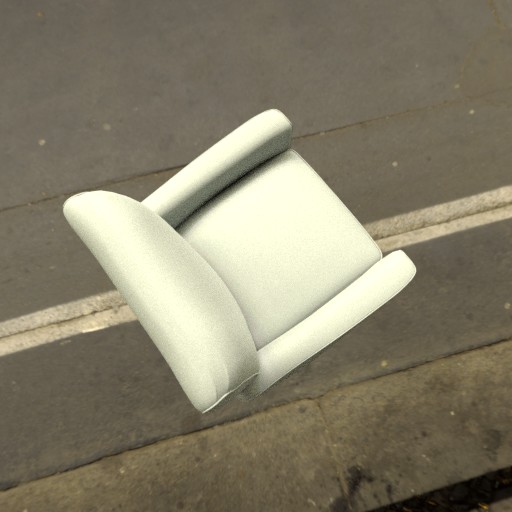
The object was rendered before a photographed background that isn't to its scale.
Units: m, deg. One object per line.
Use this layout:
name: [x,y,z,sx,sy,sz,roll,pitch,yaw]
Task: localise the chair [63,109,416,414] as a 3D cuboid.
chair: [0.000,0.000,1.642,0.846,1.007,0.853,-36,78,-9]
